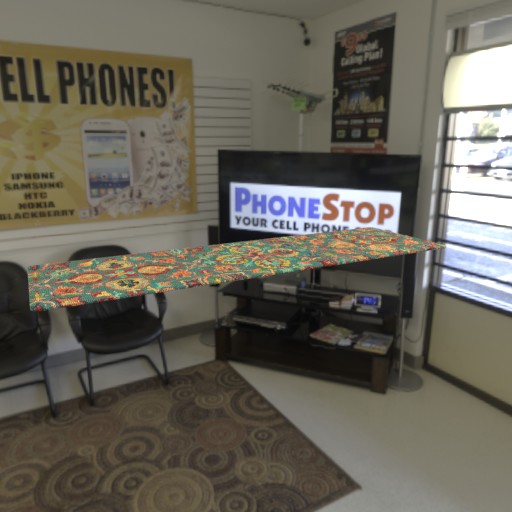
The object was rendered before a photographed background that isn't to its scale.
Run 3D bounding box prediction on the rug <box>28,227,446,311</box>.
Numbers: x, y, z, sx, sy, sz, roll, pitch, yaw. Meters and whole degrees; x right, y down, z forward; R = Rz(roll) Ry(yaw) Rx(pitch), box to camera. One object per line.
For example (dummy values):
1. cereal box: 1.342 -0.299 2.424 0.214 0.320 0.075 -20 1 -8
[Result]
1. rug: 0.000 0.000 2.488 2.286 0.013 0.686 -7 17 -26
